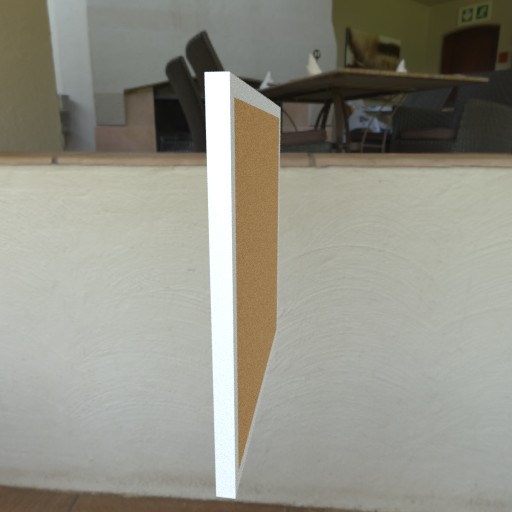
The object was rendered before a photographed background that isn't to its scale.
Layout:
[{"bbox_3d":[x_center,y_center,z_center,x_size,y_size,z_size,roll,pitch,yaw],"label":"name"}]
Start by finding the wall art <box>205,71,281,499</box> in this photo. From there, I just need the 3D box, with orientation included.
[{"bbox_3d":[0.000,0.000,1.119,0.038,0.762,0.762,2,15,8],"label":"wall art"}]
